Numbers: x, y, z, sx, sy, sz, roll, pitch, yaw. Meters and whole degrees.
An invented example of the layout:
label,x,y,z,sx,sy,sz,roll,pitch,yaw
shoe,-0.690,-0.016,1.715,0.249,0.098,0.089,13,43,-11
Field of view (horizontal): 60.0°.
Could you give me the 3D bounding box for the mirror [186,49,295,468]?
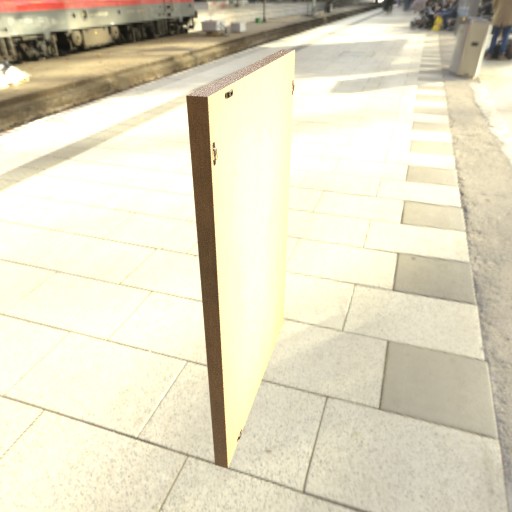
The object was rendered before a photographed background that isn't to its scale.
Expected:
label,x,y,z,sx,sy,sz,roll,pitch,yaw
mirror,0.000,0.000,1.152,0.040,0.915,0.609,9,32,14
